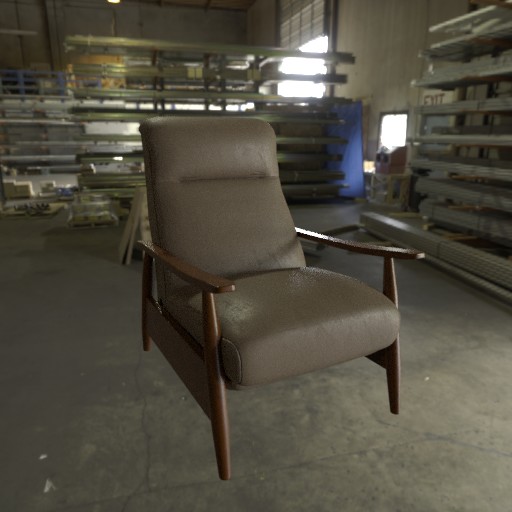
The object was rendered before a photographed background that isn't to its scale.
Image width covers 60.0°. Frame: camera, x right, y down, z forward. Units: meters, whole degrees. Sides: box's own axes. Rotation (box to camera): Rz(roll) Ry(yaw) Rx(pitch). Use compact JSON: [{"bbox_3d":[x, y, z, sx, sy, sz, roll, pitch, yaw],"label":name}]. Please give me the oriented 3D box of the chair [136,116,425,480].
[{"bbox_3d":[0.000,0.000,1.765,0.762,1.082,1.014,-8,17,-27],"label":"chair"}]
